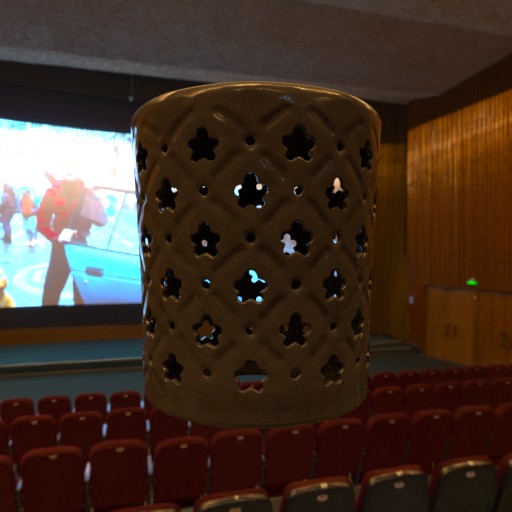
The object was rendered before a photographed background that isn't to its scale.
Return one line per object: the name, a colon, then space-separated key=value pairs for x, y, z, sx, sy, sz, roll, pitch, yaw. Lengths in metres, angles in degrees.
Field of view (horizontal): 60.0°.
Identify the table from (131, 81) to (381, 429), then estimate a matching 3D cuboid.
table: x=0.000 y=0.000 z=0.648 sx=0.352 sy=0.387 sz=0.352 roll=0 pitch=1 yaw=0
